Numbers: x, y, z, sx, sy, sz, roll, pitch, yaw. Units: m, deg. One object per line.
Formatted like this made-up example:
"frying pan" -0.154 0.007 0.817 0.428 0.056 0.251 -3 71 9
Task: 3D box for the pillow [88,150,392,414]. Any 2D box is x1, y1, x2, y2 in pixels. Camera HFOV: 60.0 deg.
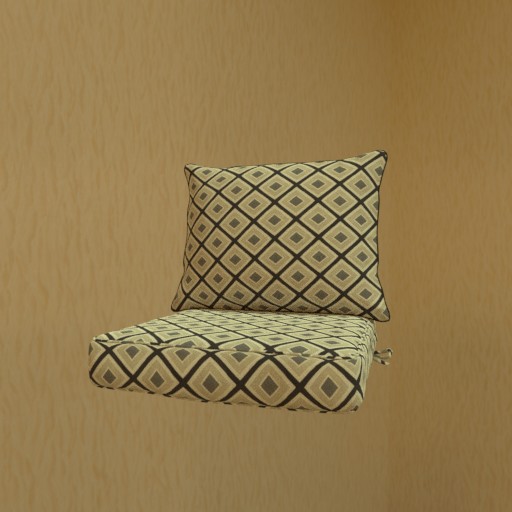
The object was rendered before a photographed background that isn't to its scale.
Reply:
"pillow" 0.000 0.000 1.360 0.798 0.722 0.733 0 1 18
